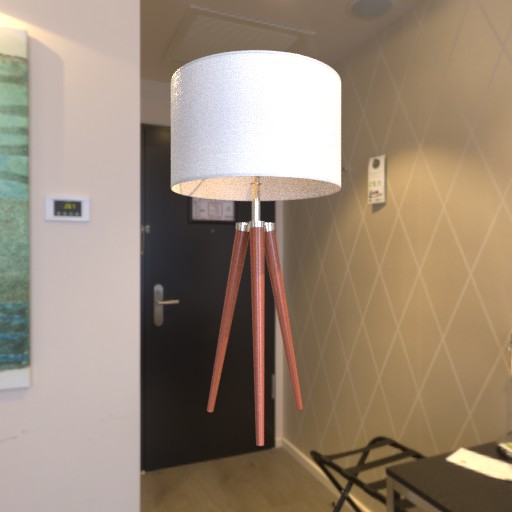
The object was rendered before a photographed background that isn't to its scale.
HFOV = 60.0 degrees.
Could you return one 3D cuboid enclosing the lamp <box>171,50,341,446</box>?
[{"bbox_3d":[0.000,0.000,0.940,0.354,0.709,0.355,0,0,37],"label":"lamp"}]
